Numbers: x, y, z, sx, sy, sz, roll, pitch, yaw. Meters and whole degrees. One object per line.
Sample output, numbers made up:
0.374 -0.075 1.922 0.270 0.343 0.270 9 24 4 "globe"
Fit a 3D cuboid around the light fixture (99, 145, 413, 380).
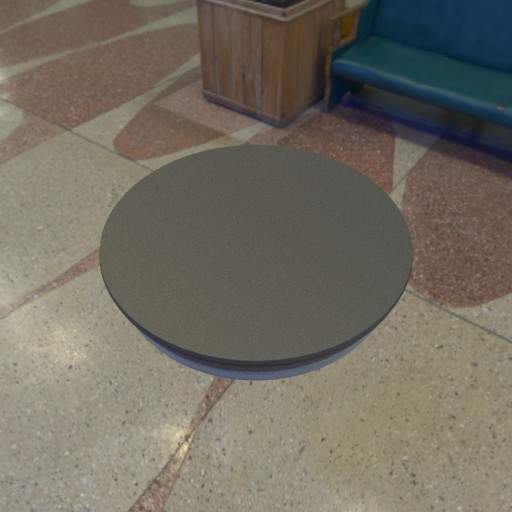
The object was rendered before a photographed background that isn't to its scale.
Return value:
0.000 0.000 0.569 0.368 0.100 0.368 0 46 0 "light fixture"
